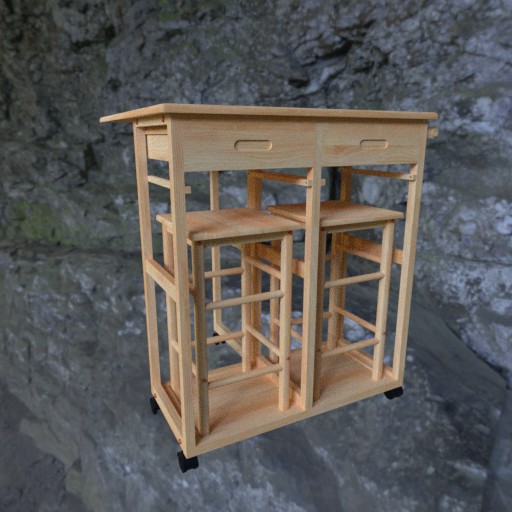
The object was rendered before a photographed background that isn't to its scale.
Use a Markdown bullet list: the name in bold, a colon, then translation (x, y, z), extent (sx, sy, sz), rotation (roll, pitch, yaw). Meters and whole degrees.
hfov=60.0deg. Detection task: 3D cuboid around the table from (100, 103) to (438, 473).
- **table**: translation (0.000, 0.000, 1.374), extent (0.752, 0.832, 0.693), rotation (-8, 17, -27)
